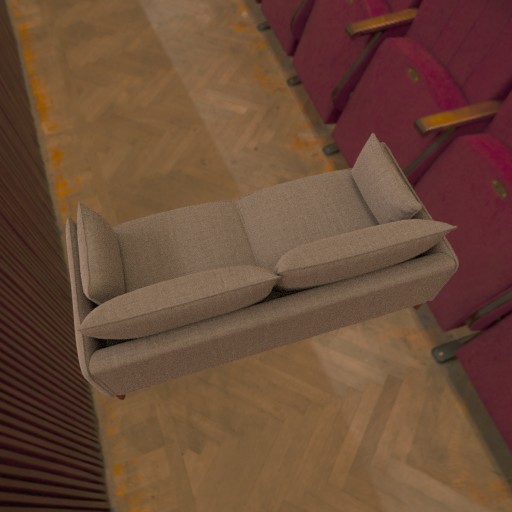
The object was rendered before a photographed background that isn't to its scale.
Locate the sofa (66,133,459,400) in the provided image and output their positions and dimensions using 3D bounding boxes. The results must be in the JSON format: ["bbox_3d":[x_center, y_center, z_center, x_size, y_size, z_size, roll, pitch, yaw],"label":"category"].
[{"bbox_3d":[0.000,0.000,2.517,1.989,0.851,0.972,-15,60,-9],"label":"sofa"}]
